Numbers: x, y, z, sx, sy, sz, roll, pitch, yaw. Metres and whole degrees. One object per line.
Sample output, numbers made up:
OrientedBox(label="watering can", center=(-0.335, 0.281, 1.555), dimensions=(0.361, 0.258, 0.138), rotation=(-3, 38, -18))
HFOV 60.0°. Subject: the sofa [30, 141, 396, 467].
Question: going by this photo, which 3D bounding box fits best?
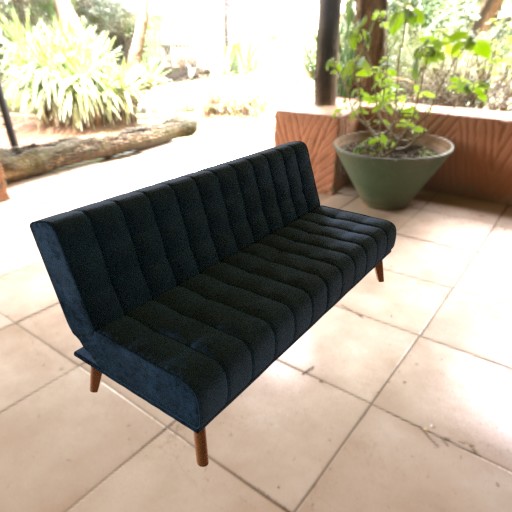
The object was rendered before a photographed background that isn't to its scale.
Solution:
OrientedBox(label="sofa", center=(0.000, 0.000, 2.293), dimensions=(0.855, 0.813, 1.804), rotation=(18, 31, 32))
